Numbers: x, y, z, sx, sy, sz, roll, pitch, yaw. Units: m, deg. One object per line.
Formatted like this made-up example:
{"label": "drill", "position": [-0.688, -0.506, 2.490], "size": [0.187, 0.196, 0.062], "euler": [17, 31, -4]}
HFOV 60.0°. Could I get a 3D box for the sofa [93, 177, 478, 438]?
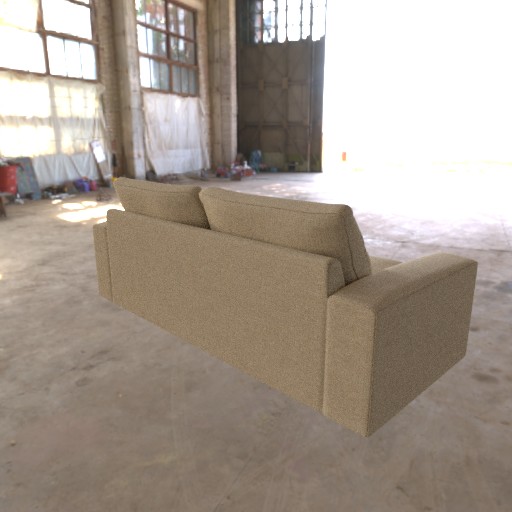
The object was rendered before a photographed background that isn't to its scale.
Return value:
{"label": "sofa", "position": [0.000, 0.000, 2.752], "size": [1.040, 0.922, 2.299], "euler": [-14, 20, -43]}
